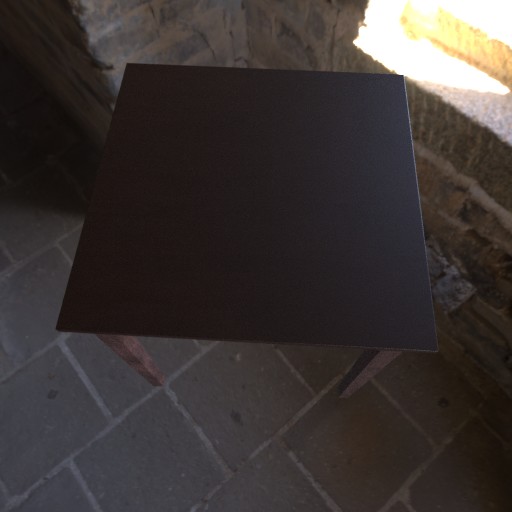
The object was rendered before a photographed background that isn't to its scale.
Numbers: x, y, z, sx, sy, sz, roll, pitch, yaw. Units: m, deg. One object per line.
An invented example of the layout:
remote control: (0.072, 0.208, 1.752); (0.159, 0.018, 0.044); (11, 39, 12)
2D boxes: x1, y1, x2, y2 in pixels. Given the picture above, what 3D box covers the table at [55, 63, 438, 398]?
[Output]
table: (0.000, 0.000, 1.374); (0.749, 0.770, 0.749); (3, 64, 1)
